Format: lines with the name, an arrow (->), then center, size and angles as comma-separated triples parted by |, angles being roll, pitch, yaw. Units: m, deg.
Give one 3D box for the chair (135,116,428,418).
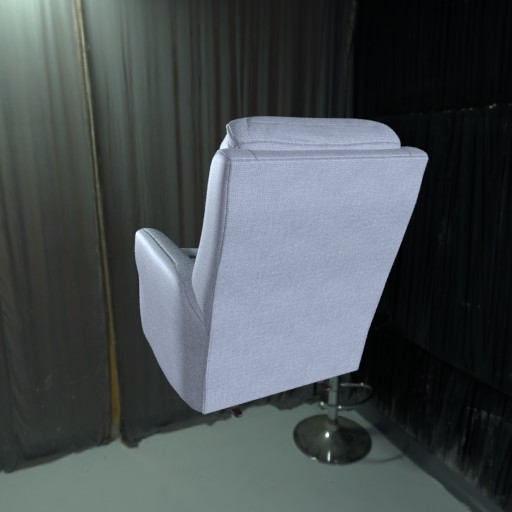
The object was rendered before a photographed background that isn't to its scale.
chair -> 0.000, 0.000, 1.787 | 0.829, 1.030, 1.080 | -7, 16, -26
